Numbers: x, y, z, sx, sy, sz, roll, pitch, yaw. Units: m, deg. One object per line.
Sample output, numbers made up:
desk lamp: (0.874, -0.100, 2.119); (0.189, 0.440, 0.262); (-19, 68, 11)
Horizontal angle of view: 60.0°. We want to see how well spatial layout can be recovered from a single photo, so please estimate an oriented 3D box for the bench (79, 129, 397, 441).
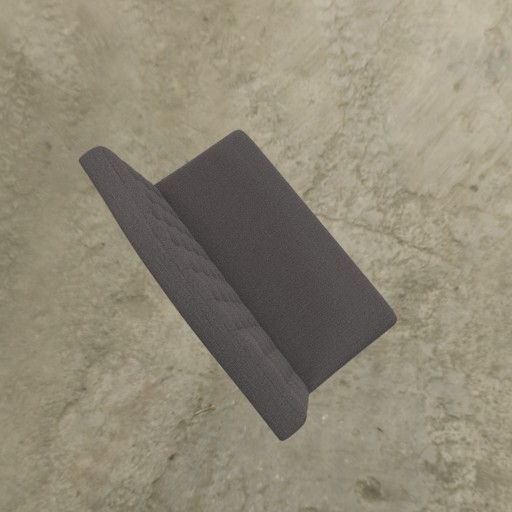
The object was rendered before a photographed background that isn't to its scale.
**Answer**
bench: (0.000, 0.000, 2.115); (0.815, 1.180, 1.335); (-36, 79, -8)
